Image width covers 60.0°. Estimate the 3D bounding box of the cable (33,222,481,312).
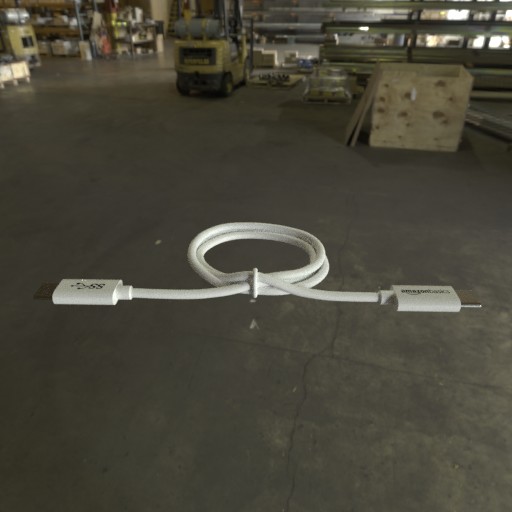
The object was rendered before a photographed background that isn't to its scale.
[{"bbox_3d":[0.000,0.000,0.211,0.186,0.014,0.070,1,30,1],"label":"cable"}]
